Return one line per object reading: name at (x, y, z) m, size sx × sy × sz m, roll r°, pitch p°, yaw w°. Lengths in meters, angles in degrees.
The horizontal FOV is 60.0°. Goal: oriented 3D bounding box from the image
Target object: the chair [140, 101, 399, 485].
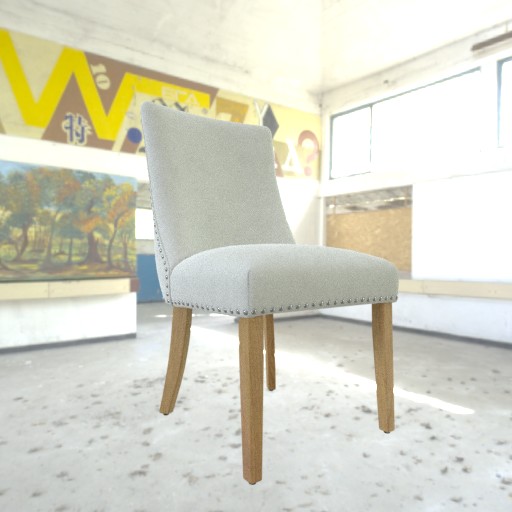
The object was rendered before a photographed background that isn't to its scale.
chair at (0.000, 0.000, 1.229) m, size 0.495 × 0.902 × 0.610 m, roll 0°, pitch 0°, yaw -36°
